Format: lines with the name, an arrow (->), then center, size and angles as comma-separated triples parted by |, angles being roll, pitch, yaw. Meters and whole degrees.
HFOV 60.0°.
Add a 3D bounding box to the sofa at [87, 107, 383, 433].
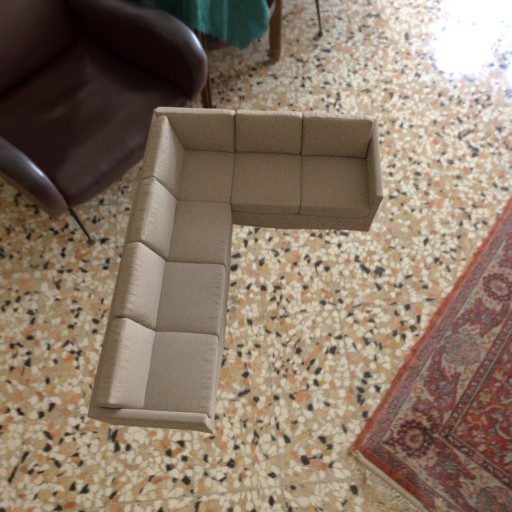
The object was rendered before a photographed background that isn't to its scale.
sofa -> 0.000, 0.000, 4.295 | 2.432, 0.871, 3.182 | 3, 64, 2
